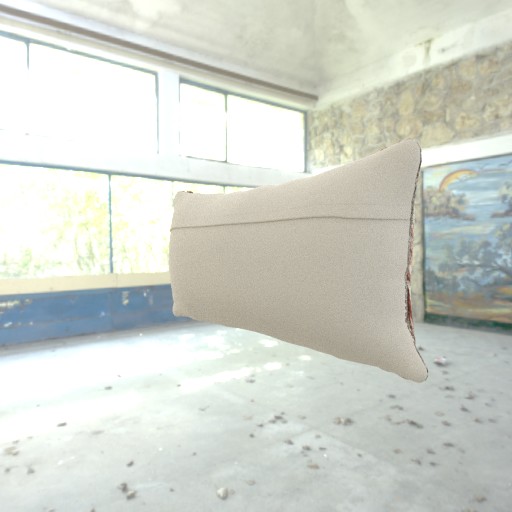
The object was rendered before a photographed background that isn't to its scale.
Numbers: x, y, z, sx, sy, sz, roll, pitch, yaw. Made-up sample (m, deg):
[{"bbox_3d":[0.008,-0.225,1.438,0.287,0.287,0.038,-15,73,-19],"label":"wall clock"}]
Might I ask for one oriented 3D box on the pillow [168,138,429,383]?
[{"bbox_3d":[0.000,0.000,0.746,0.139,0.282,0.635,-1,1,-37],"label":"pillow"}]
